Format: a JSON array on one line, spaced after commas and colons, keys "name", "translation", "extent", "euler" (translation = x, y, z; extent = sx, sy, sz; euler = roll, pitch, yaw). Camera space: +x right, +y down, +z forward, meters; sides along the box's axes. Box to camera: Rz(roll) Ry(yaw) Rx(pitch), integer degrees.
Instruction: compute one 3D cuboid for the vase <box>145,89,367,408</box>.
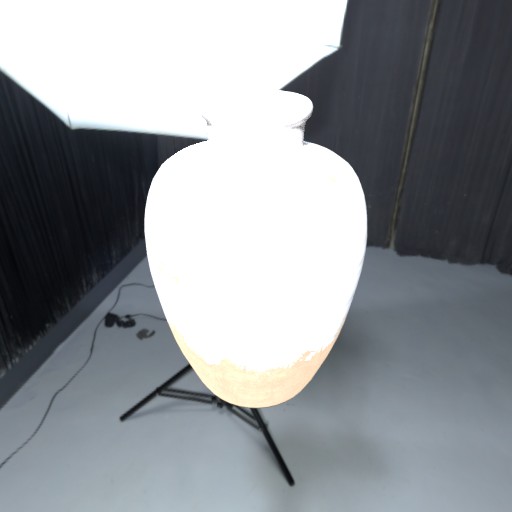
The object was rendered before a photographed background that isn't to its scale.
[{"name": "vase", "translation": [0.000, 0.000, 0.336], "extent": [0.158, 0.228, 0.158], "euler": [0, 31, 0]}]
